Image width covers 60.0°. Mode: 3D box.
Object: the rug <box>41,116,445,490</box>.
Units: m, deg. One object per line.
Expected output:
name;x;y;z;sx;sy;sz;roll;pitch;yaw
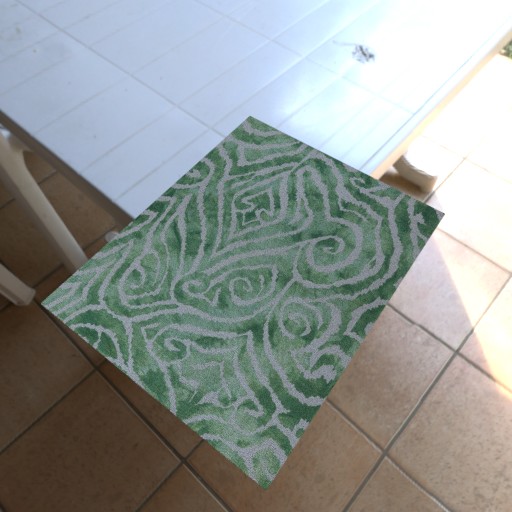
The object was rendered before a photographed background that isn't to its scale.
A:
rug;0.000;0.000;4.148;2.436;0.007;3.045;32;63;19
